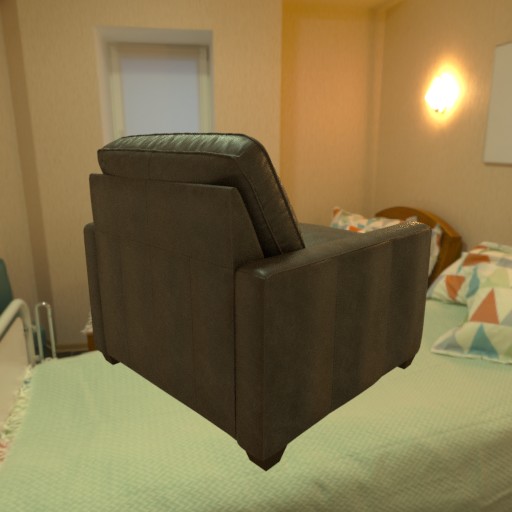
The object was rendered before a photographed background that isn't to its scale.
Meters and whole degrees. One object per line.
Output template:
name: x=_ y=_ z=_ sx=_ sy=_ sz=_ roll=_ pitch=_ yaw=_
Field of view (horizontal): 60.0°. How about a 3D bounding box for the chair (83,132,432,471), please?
chair: x=0.000 y=0.000 z=1.727 sx=1.006 sy=0.916 sz=0.939 roll=14 pitch=20 yaw=43
